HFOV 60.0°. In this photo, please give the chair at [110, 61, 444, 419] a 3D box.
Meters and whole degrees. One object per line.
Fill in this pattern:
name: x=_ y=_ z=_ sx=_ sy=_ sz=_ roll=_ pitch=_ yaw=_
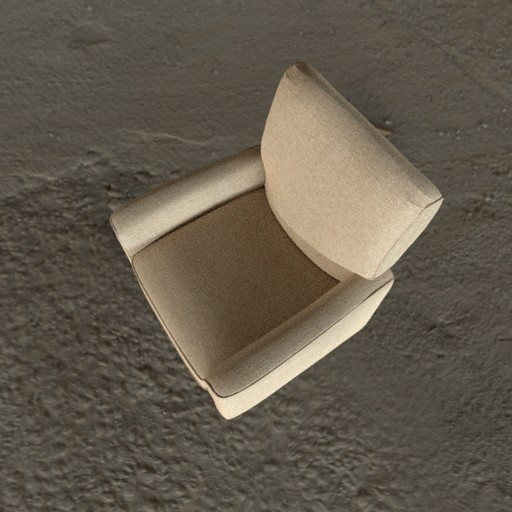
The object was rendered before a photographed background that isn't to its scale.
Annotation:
chair: x=0.000 y=0.000 z=1.689 sx=0.858 sy=1.028 sz=0.841 roll=-31 pitch=67 yaw=-15
